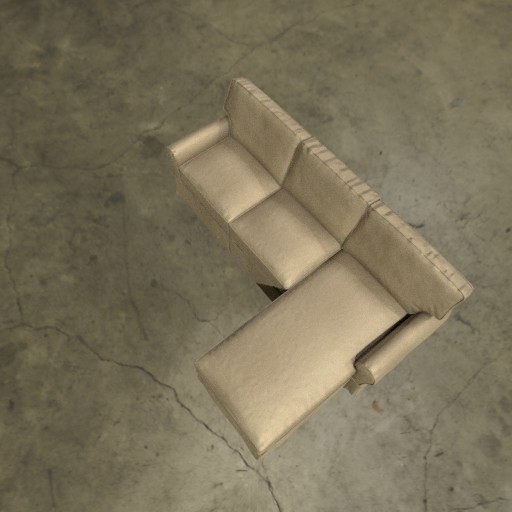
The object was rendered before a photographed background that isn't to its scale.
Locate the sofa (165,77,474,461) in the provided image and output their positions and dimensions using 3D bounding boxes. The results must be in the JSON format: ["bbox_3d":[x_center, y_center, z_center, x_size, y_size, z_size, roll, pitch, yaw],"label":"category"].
[{"bbox_3d":[0.000,0.000,3.362,1.733,0.978,2.475,-35,69,-16],"label":"sofa"}]
